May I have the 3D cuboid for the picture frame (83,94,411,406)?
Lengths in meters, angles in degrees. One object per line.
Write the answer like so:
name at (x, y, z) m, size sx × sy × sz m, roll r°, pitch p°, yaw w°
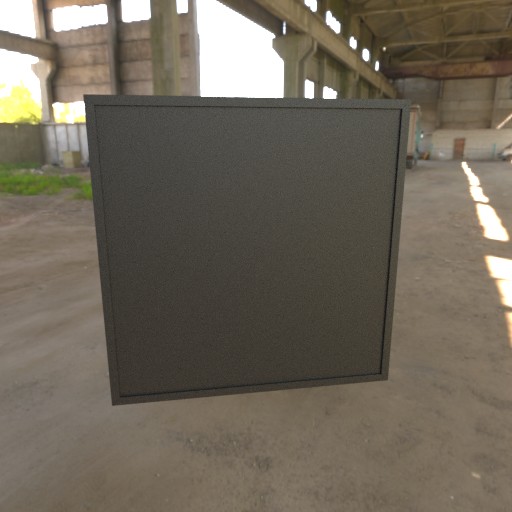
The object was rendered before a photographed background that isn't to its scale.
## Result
picture frame at (0.000, 0.000, 1.147) m, size 0.775 × 0.775 × 0.032 m, roll -2°, pitch 15°, yaw -9°
